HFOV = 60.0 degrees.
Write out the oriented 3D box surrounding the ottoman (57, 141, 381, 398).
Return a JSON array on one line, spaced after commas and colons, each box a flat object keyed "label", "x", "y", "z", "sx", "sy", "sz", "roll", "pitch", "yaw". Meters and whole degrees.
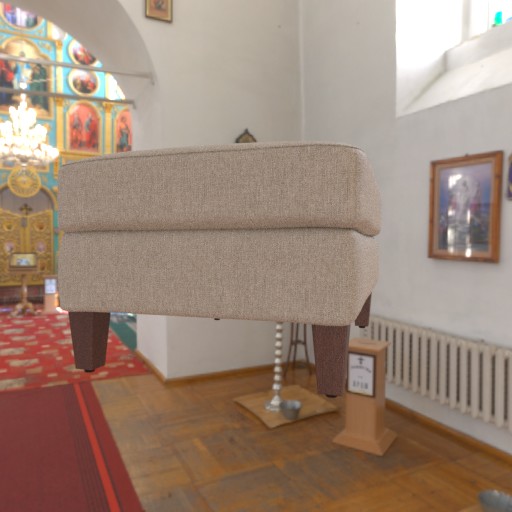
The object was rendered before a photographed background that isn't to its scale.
[{"label": "ottoman", "x": 0.000, "y": 0.000, "z": 1.284, "sx": 0.677, "sy": 0.519, "sz": 0.898, "roll": 0, "pitch": 1, "yaw": 18}]
